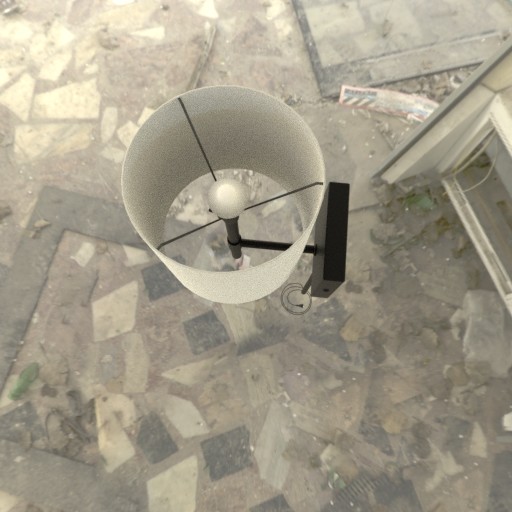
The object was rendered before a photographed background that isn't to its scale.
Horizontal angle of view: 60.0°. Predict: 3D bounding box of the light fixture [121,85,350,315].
[{"bbox_3d":[0.000,0.000,0.693,0.248,0.589,0.188,5,76,1],"label":"light fixture"}]
